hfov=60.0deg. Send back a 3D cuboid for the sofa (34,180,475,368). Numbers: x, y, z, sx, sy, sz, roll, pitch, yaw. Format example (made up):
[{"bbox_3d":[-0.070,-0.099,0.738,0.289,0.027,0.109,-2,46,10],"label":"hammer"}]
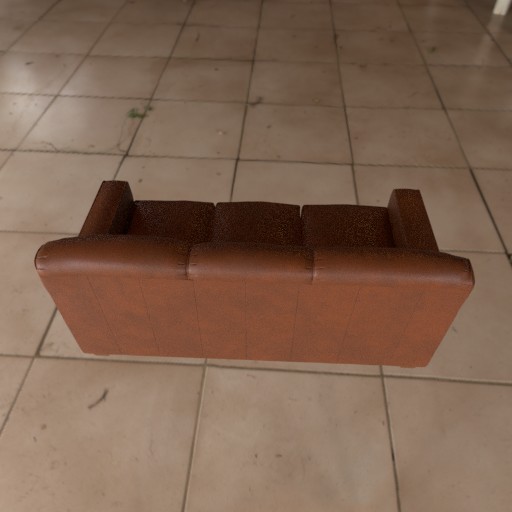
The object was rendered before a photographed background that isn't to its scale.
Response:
[{"bbox_3d":[0.000,0.000,2.612,2.039,0.953,1.008,2,48,2],"label":"sofa"}]
